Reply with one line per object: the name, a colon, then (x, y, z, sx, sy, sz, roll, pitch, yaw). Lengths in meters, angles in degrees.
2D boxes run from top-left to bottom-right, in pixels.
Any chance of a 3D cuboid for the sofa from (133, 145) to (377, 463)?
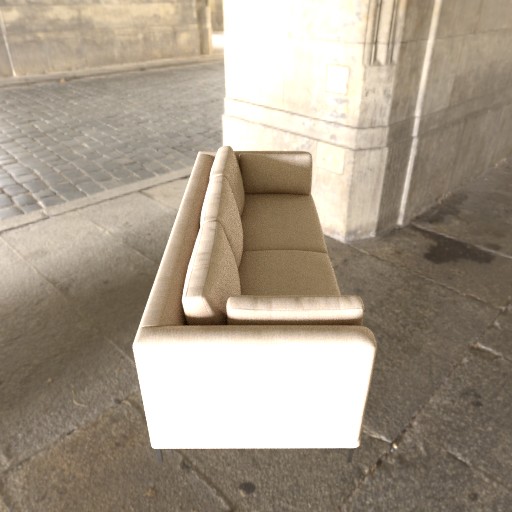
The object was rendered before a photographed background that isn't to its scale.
sofa: (0.000, 0.000, 2.908, 0.969, 0.867, 2.415, 0, 31, 0)
